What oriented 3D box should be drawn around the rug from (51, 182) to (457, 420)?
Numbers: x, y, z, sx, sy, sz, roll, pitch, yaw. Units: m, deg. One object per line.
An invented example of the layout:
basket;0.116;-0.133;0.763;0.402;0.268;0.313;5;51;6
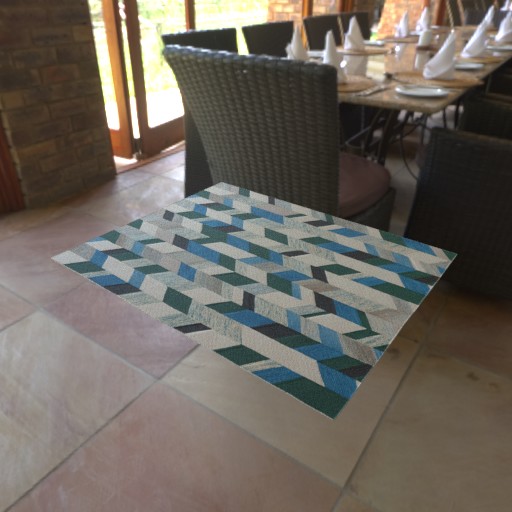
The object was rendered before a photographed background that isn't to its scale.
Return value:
rug;0.000;0.000;4.225;3.036;0.008;2.440;22;37;32
